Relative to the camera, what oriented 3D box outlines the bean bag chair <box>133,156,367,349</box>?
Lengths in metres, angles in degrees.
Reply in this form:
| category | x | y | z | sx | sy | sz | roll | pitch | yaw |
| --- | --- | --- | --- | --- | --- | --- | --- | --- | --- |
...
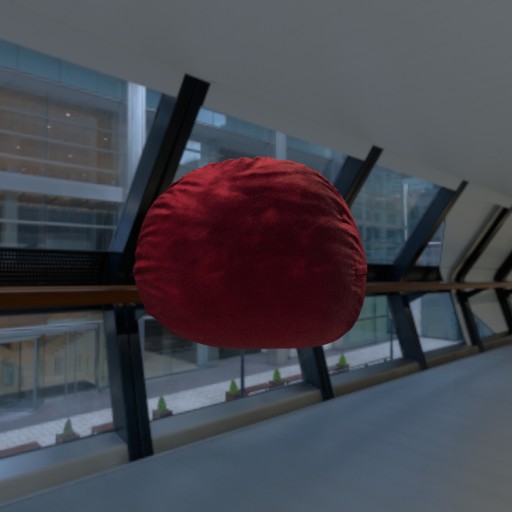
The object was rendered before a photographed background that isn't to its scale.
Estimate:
| category | x | y | z | sx | sy | sz | roll | pitch | yaw |
| --- | --- | --- | --- | --- | --- | --- | --- | --- | --- |
| bean bag chair | 0.000 | 0.000 | 2.829 | 1.216 | 0.867 | 2.293 | 0 | -2 | 1 |
